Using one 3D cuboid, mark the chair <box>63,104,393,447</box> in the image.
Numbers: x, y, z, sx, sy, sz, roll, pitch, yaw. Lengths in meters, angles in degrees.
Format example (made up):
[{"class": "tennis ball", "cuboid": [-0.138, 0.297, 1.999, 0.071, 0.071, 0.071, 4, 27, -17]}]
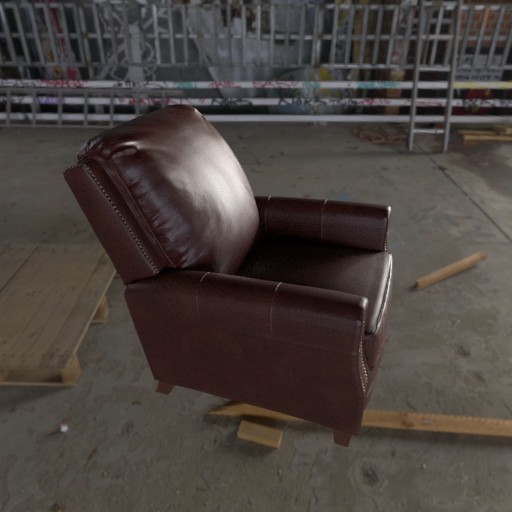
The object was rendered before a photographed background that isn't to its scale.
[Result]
[{"class": "chair", "cuboid": [0.000, 0.000, 1.760, 1.089, 1.022, 0.826, 11, 33, 18]}]
